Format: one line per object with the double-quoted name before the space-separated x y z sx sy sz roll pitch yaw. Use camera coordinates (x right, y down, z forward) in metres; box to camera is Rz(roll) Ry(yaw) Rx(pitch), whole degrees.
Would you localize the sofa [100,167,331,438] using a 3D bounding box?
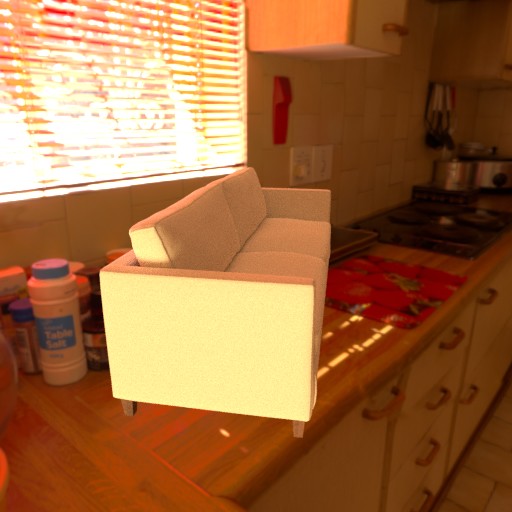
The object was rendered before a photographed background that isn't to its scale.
"sofa" 0.000 0.000 2.960 0.951 0.962 2.361 3 18 10
